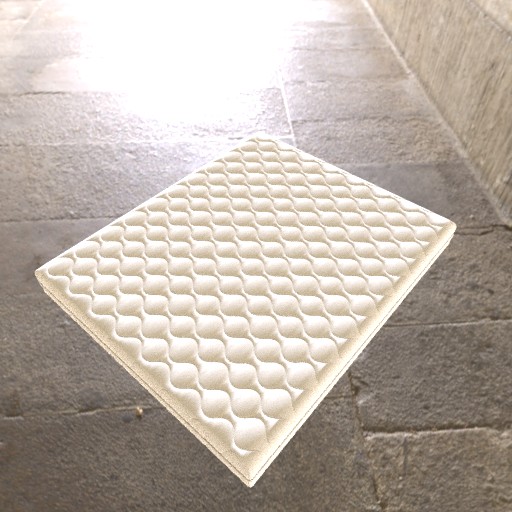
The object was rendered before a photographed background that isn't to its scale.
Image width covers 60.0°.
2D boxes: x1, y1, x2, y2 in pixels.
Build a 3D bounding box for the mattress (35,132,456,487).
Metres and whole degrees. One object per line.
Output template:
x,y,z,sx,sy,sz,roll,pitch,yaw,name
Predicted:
0.000,0.000,2.611,1.600,0.200,1.900,33,55,27,mattress
